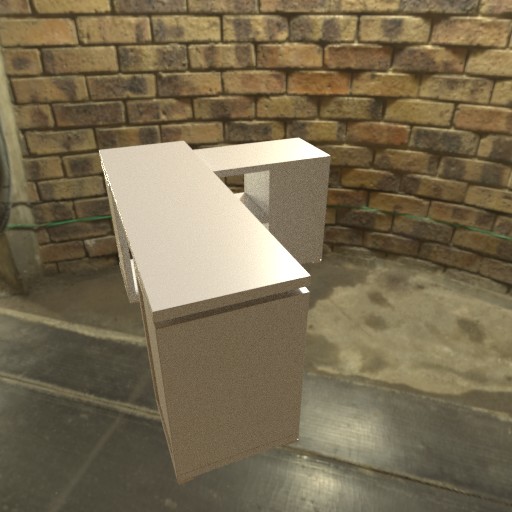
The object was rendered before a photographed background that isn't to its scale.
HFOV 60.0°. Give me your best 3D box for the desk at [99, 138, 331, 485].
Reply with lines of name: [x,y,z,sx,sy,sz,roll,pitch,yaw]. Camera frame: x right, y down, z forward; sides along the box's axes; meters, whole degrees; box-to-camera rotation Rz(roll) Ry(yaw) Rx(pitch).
desk: [0.000,0.000,2.150,1.200,0.753,1.524,-12,32,-19]
